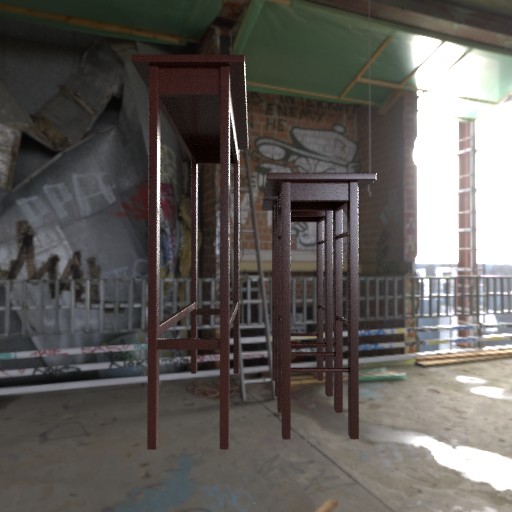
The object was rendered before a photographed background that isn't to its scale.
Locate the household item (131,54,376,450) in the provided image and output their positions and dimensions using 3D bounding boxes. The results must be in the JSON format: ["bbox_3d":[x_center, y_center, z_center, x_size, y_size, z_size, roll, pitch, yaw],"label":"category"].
[{"bbox_3d":[0.000,0.000,1.640,0.676,1.067,0.914,0,-1,0],"label":"household item"}]
